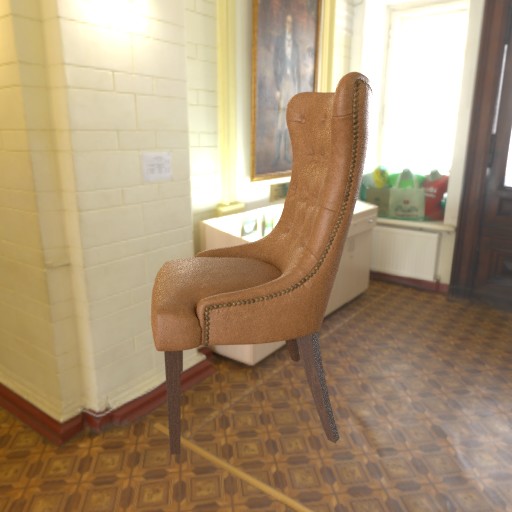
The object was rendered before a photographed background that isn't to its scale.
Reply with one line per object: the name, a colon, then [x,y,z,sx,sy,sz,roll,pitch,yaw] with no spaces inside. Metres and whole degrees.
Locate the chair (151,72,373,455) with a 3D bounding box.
chair: [0.000,0.000,1.453,0.669,1.065,0.611,-2,15,-8]
